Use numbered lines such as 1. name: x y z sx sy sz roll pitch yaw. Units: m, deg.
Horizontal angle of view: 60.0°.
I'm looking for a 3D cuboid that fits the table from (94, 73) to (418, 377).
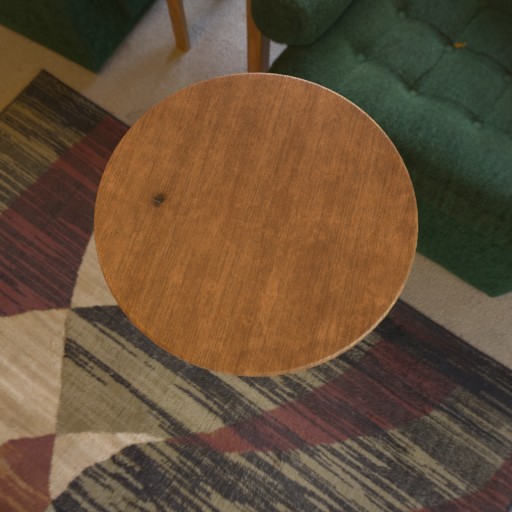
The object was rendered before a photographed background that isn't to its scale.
1. table: 0.000 0.000 0.807 0.432 0.460 0.432 0 74 0
